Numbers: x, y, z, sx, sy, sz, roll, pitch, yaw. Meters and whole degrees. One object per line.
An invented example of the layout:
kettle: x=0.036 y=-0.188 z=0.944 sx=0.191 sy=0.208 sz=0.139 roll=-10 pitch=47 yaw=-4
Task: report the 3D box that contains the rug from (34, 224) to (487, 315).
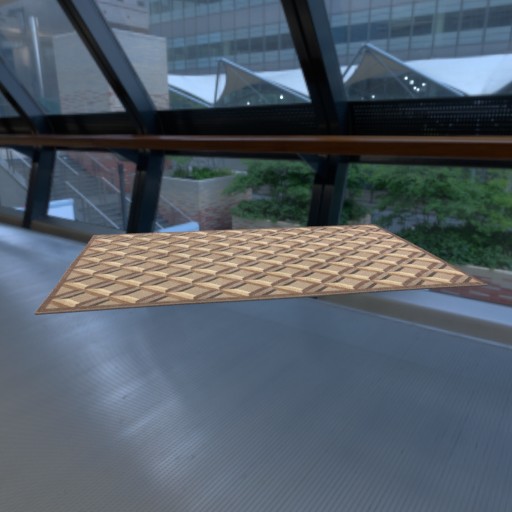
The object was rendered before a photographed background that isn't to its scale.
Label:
rug: x=0.000 y=0.000 z=2.111 sx=1.677 sy=0.011 sz=1.066 roll=-3 pitch=17 yaw=-9
